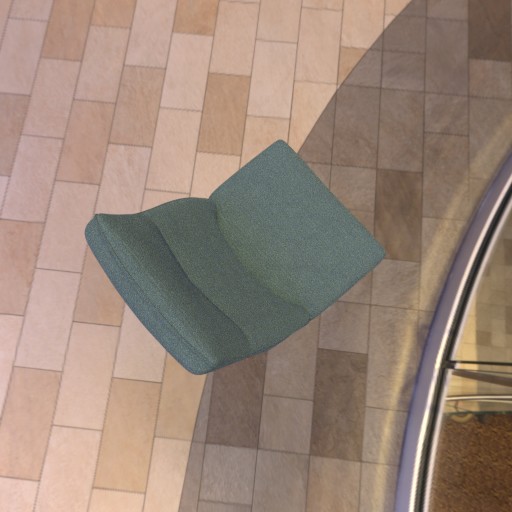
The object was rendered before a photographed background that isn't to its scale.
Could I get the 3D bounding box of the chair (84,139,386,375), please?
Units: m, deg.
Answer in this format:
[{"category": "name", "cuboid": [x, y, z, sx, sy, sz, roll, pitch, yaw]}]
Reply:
[{"category": "chair", "cuboid": [0.000, 0.000, 1.298, 0.620, 0.930, 0.500, -39, 80, -8]}]
